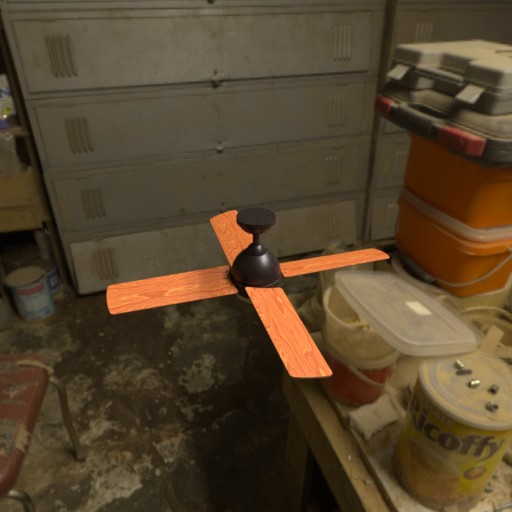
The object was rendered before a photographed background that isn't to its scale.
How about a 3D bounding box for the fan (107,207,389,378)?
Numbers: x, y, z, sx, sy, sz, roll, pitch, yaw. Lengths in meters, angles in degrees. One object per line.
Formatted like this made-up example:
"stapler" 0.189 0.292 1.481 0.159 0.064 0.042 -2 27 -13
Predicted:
"fan" 0.000 0.000 2.006 1.332 0.403 1.332 -9 33 -15
